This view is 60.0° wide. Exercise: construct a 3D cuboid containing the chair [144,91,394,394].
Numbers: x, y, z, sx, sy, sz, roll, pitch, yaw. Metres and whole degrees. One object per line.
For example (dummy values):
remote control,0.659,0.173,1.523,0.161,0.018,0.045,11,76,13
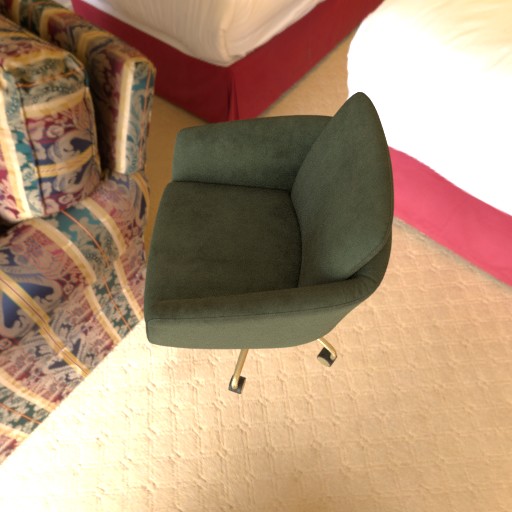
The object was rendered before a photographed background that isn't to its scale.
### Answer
chair,0.000,0.000,1.357,0.635,0.908,0.641,1,59,1
